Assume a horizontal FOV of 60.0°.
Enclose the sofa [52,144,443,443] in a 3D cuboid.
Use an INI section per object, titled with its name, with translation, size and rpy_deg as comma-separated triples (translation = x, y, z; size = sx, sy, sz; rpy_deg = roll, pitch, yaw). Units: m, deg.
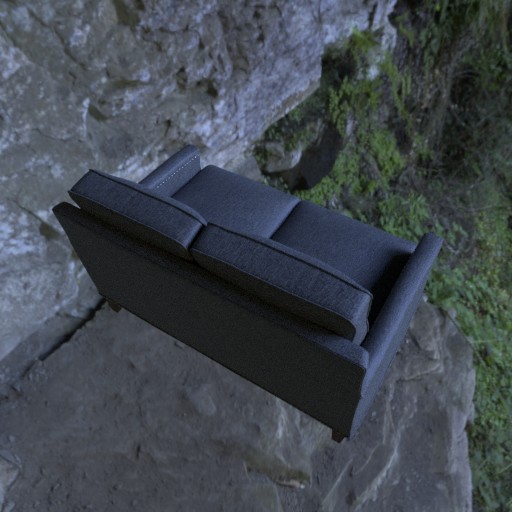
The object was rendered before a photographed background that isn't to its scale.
[sofa]
translation = 0.000, 0.000, 2.262
size = 1.597, 1.003, 1.084
rpy_deg = 24, 51, 22
